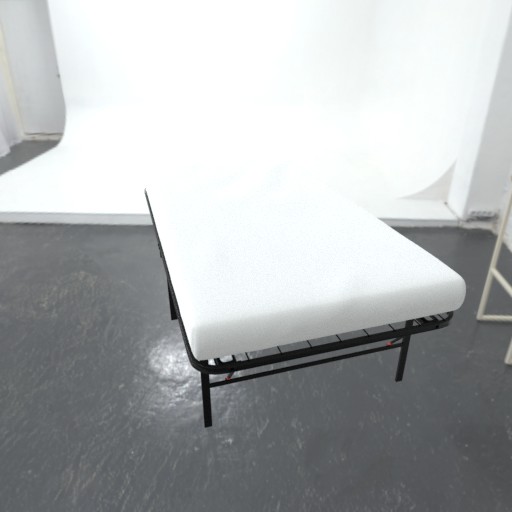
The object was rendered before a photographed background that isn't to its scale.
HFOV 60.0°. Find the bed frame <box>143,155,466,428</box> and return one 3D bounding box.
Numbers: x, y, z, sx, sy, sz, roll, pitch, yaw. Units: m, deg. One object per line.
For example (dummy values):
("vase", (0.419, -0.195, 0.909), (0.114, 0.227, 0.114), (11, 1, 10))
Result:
("bed frame", (0.000, 0.000, 2.330), (0.989, 0.619, 1.903), (-8, 28, -15))
